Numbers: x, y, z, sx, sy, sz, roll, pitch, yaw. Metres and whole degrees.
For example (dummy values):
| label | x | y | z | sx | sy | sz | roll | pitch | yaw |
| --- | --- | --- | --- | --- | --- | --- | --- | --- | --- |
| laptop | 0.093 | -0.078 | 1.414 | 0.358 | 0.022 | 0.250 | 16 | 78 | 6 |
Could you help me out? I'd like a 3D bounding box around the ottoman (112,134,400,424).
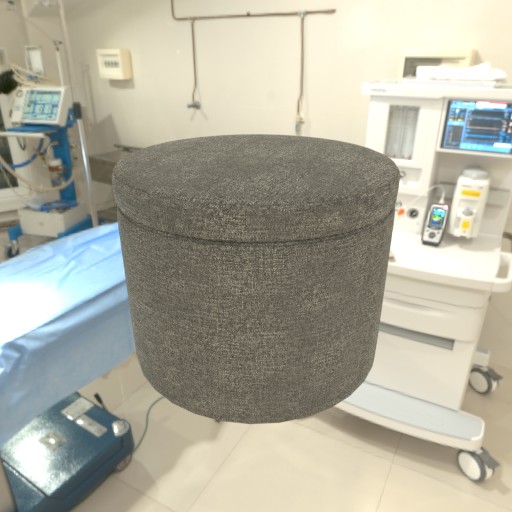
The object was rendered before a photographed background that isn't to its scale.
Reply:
| label | x | y | z | sx | sy | sz | roll | pitch | yaw |
| --- | --- | --- | --- | --- | --- | --- | --- | --- | --- |
| ottoman | 0.000 | 0.000 | 0.874 | 0.500 | 0.419 | 0.500 | 0 | 25 | 0 |
